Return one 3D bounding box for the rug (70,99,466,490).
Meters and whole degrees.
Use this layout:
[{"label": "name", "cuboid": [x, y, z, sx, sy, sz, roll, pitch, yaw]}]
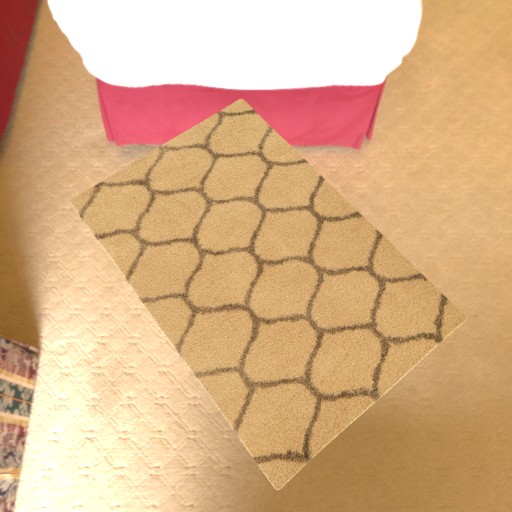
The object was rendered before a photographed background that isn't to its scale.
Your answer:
[{"label": "rug", "cuboid": [0.000, 0.000, 3.440, 1.801, 0.026, 2.701, -36, 70, -15]}]
